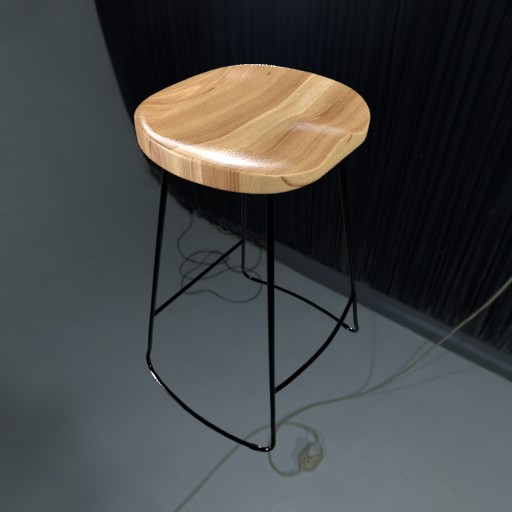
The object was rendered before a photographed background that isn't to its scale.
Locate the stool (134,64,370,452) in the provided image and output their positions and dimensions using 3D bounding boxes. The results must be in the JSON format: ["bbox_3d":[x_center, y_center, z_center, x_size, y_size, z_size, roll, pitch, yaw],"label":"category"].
[{"bbox_3d":[0.000,0.000,0.964,0.401,0.679,0.480,26,47,27],"label":"stool"}]
